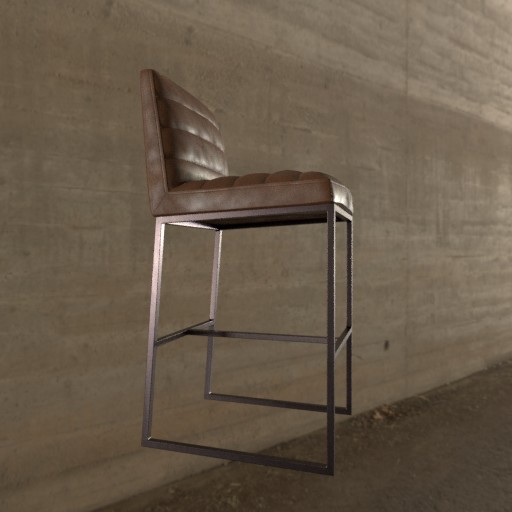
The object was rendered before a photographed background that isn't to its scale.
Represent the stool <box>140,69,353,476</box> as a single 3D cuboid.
[{"bbox_3d":[0.000,0.000,1.363,0.562,1.065,0.463,0,1,18],"label":"stool"}]
